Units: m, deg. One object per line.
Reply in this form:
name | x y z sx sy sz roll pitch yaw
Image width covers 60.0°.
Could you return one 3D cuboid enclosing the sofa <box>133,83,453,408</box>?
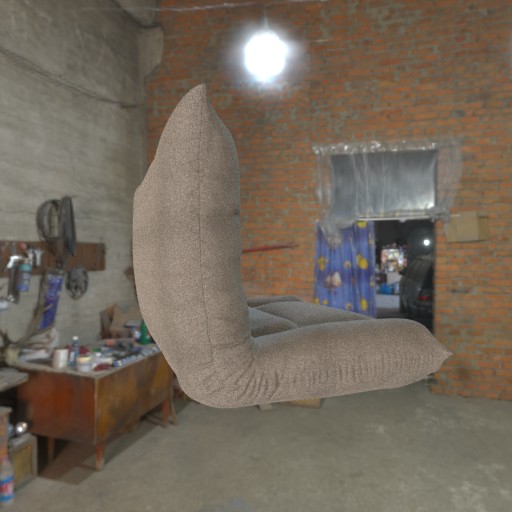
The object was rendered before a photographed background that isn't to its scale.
sofa | 0.000 0.000 1.665 0.847 0.795 1.144 0 0 -19
